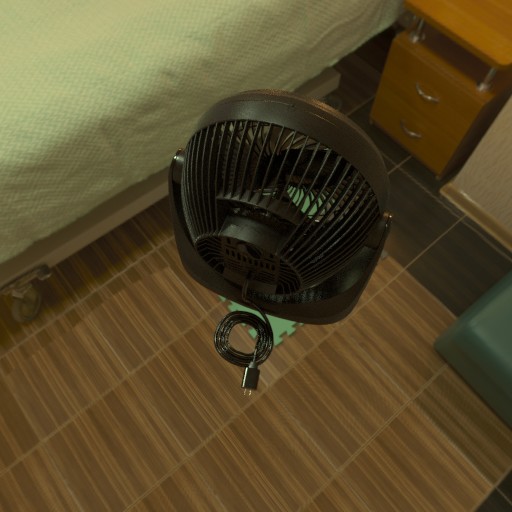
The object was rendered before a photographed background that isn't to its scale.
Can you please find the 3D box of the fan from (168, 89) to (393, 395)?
[{"bbox_3d":[0.000,0.000,0.497,0.273,0.277,0.256,19,66,9],"label":"fan"}]
